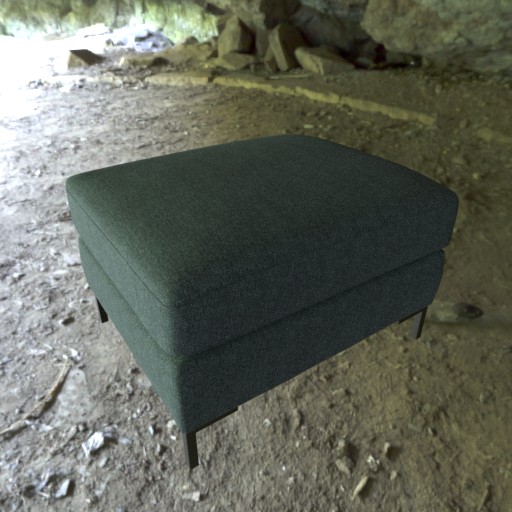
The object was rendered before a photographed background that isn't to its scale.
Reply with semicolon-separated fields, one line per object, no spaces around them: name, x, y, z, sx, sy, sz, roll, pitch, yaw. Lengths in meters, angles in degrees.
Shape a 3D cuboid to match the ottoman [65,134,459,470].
ottoman;0.000;0.000;1.275;0.831;0.533;0.695;-19;35;-29
